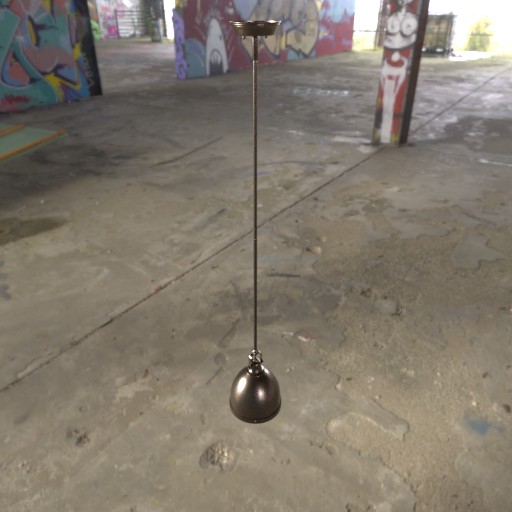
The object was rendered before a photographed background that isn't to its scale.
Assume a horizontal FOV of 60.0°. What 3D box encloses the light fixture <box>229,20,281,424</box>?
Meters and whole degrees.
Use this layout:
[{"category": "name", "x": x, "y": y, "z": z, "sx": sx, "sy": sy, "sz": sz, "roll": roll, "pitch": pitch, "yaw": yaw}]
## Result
[{"category": "light fixture", "x": 0.000, "y": 0.000, "z": 1.462, "sx": 0.217, "sy": 1.367, "sz": 0.211, "roll": -19, "pitch": 35, "yaw": -30}]
